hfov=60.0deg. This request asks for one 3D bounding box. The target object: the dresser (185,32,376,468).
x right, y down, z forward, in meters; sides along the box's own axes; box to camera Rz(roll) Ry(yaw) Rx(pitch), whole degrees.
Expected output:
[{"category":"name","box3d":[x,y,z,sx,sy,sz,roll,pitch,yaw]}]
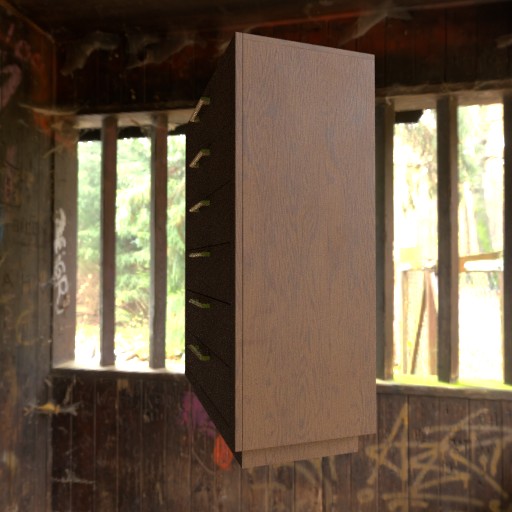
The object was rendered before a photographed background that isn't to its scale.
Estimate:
[{"category":"dresser","box3d":[0.000,0.000,1.837,0.516,1.320,0.964,0,-1,-18]}]
